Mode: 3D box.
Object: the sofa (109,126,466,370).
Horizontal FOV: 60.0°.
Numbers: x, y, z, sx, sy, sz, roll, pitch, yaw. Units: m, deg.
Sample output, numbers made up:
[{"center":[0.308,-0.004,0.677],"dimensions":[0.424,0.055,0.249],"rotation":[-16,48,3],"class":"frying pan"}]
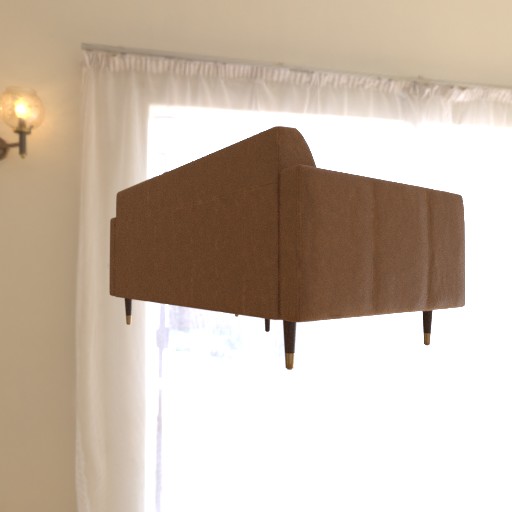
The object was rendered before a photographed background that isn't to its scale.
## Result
[{"center":[0.000,0.000,2.369],"dimensions":[0.993,0.821,1.847],"rotation":[1,-2,-36],"class":"sofa"}]
